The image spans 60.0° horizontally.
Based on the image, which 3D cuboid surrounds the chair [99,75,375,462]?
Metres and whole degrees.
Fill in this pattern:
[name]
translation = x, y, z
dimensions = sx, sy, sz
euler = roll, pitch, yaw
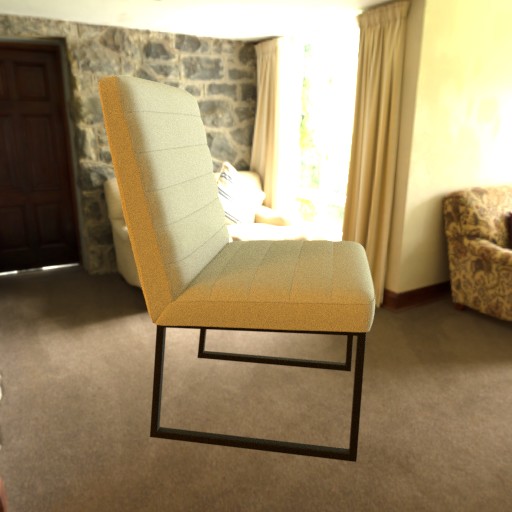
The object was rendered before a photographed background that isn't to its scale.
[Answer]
[chair]
translation = 0.000, 0.000, 1.265
dimensions = 0.634, 0.930, 0.520
euler = 3, 16, 9
